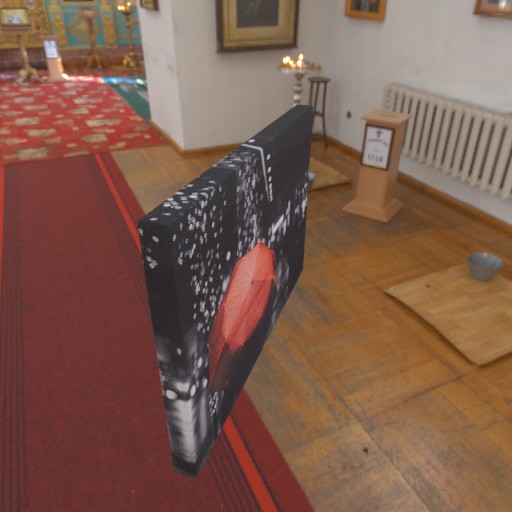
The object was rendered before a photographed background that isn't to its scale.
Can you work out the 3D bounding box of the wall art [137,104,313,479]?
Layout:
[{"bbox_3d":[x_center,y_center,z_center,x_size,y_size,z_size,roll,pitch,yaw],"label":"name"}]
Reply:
[{"bbox_3d":[0.000,0.000,0.789,0.037,0.406,0.609,10,32,17],"label":"wall art"}]
